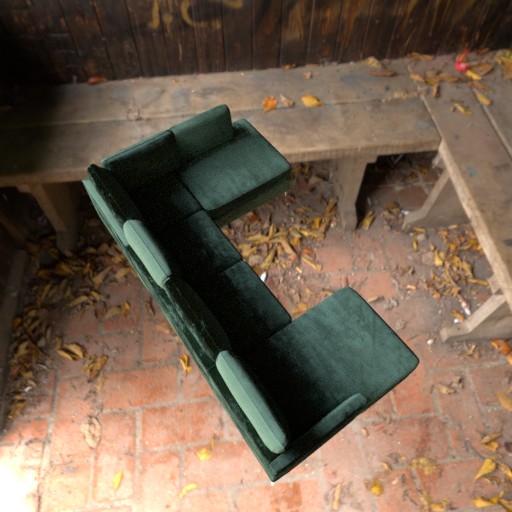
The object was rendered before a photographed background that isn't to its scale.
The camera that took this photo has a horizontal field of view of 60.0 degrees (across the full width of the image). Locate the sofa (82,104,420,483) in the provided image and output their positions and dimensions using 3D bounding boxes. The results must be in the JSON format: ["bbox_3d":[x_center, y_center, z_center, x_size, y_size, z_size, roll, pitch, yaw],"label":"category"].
[{"bbox_3d":[0.000,0.000,4.378,2.055,0.992,3.434,-31,63,-18],"label":"sofa"}]
